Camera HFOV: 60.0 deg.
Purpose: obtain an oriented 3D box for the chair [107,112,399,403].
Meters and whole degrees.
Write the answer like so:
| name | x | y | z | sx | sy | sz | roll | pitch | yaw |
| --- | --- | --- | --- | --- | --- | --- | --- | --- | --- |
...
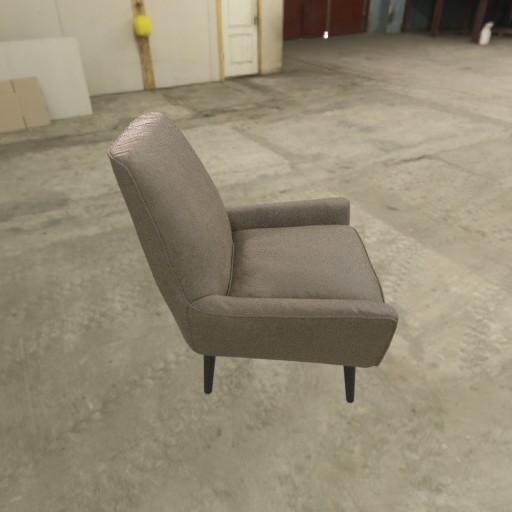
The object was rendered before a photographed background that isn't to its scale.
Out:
| name | x | y | z | sx | sy | sz | roll | pitch | yaw |
| --- | --- | --- | --- | --- | --- | --- | --- | --- | --- |
| chair | 0.000 | 0.000 | 1.554 | 0.824 | 0.888 | 0.787 | 0 | 32 | 0 |
